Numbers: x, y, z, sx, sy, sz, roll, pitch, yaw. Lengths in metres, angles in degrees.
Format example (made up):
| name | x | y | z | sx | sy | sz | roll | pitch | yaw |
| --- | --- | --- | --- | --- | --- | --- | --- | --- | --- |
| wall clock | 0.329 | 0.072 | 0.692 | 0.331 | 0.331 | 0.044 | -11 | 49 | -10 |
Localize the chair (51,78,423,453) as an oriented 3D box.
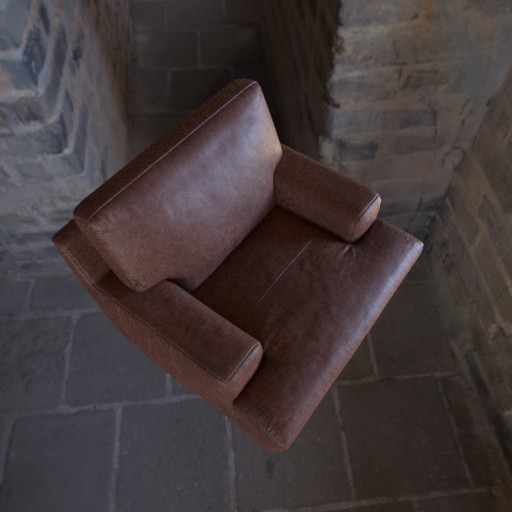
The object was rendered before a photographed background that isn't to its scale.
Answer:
| name | x | y | z | sx | sy | sz | roll | pitch | yaw |
| --- | --- | --- | --- | --- | --- | --- | --- | --- | --- |
| chair | 0.000 | 0.000 | 1.963 | 1.143 | 0.939 | 1.168 | 33 | 64 | 19 |
